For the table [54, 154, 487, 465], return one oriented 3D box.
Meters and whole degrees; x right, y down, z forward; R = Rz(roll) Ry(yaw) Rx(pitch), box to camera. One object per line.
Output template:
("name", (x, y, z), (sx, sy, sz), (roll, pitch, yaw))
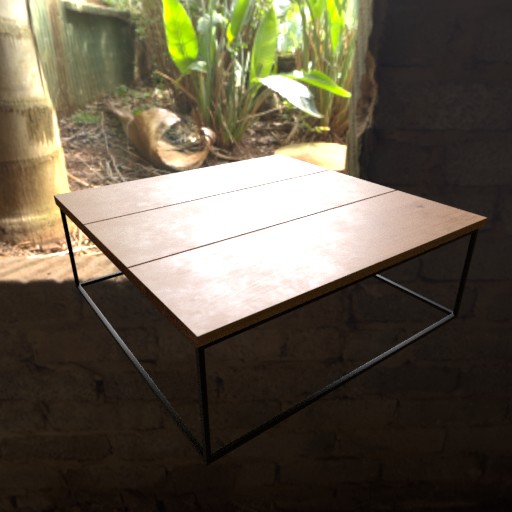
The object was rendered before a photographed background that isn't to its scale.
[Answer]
("table", (0.000, 0.000, 1.666), (1.100, 0.400, 1.100), (-18, 32, -32))
